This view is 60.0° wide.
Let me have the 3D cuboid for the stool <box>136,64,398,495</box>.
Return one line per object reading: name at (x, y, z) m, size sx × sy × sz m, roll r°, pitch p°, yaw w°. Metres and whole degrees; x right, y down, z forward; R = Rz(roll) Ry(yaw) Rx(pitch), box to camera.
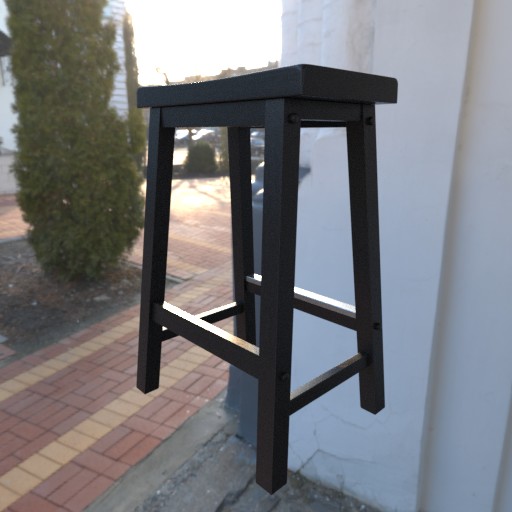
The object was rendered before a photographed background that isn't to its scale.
stool at (0.000, 0.000, 0.835) m, size 0.322 × 0.610 × 0.406 m, roll -14°, pitch 21°, yaw -42°
